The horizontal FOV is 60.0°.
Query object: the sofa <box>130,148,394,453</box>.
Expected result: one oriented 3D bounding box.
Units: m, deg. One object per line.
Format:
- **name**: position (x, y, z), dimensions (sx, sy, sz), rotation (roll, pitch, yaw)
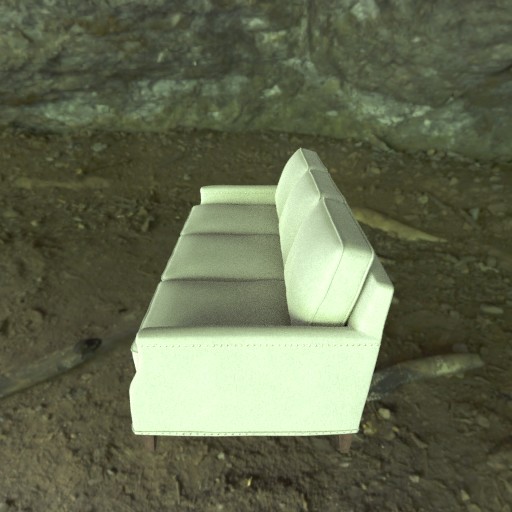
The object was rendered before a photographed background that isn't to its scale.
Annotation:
- **sofa**: position (0.000, 0.000, 2.797), dimensions (1.084, 1.003, 2.246), rotation (0, 24, 0)
